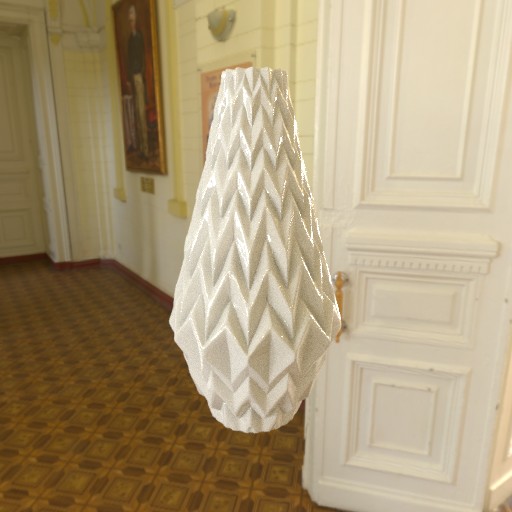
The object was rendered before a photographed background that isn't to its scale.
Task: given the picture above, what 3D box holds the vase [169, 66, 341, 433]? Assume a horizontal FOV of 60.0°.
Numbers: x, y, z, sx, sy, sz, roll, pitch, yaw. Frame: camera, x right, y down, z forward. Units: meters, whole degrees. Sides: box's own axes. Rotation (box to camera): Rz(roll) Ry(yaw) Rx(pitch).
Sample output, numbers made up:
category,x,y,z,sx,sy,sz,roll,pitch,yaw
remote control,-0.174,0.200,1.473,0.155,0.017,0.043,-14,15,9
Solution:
category,x,y,z,sx,sy,sz,roll,pitch,yaw
vase,0.000,0.000,0.422,0.167,0.328,0.167,0,15,0
